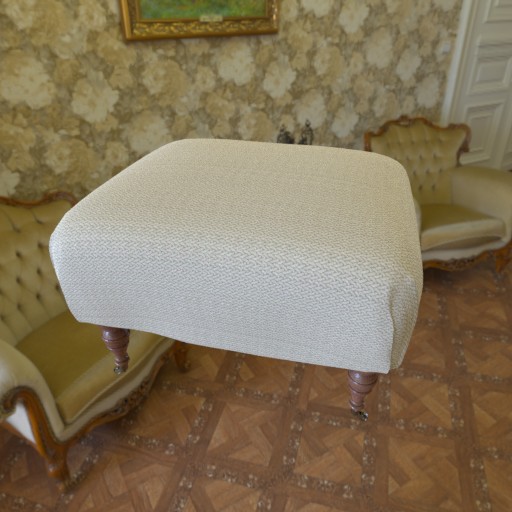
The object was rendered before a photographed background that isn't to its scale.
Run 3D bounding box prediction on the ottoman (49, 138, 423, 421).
[{"bbox_3d":[0.000,0.000,1.046,0.684,0.447,0.622,7,31,12],"label":"ottoman"}]
